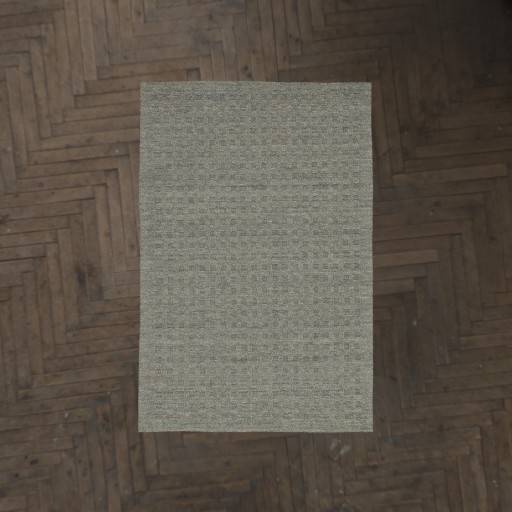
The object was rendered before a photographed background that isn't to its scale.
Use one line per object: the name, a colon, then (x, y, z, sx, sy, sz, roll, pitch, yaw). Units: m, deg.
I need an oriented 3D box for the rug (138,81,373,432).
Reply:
rug: (0.000, 0.000, 2.904, 1.532, 0.018, 2.297, 0, 89, 0)
